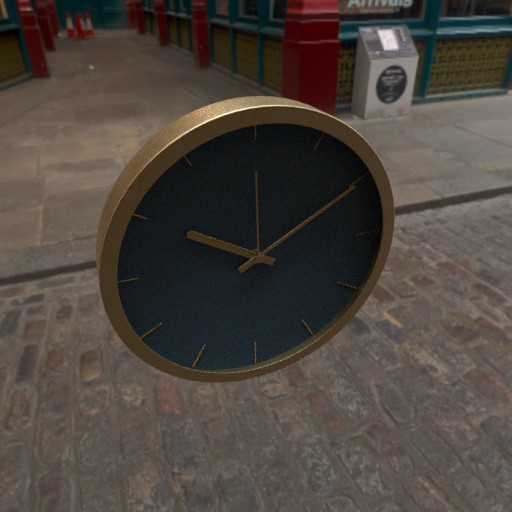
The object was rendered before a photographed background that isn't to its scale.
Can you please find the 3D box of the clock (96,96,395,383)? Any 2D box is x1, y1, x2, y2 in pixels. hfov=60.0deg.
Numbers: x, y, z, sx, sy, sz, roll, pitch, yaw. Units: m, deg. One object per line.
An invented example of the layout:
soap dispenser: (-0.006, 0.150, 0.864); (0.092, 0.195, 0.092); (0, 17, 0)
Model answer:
clock: (0.000, 0.000, 0.464); (0.314, 0.314, 0.040); (-11, 33, -18)
